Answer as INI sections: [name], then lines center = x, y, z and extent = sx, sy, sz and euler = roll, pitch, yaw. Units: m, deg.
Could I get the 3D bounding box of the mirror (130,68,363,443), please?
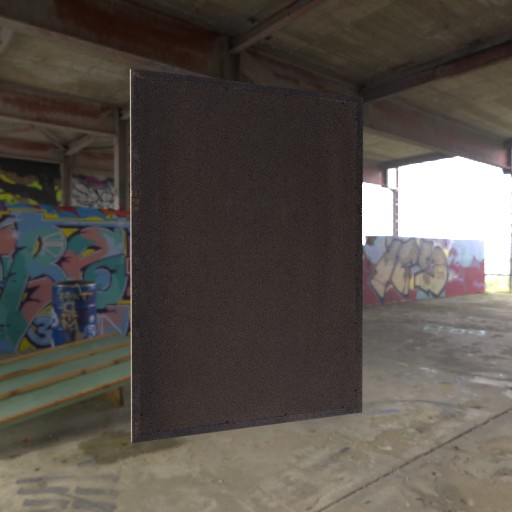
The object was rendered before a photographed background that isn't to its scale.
[mirror]
center = 0.000, 0.000, 1.296
extent = 0.705, 0.996, 0.025
euler = 0, 1, -19
